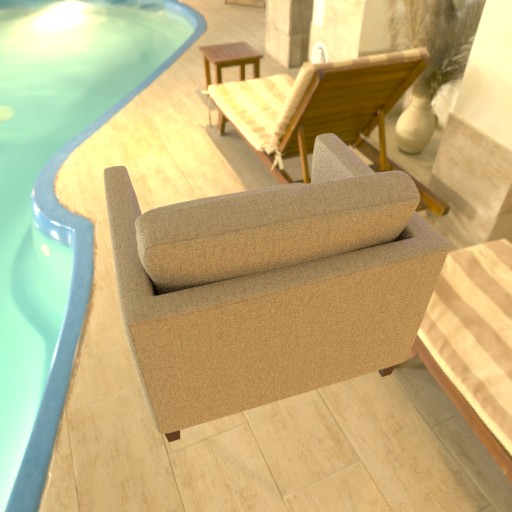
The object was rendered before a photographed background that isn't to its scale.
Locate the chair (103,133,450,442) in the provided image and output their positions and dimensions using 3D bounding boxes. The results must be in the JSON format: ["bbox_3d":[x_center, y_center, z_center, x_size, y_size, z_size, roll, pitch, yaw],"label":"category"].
[{"bbox_3d":[0.000,0.000,1.871,1.107,0.961,0.959,-12,43,-14],"label":"chair"}]
